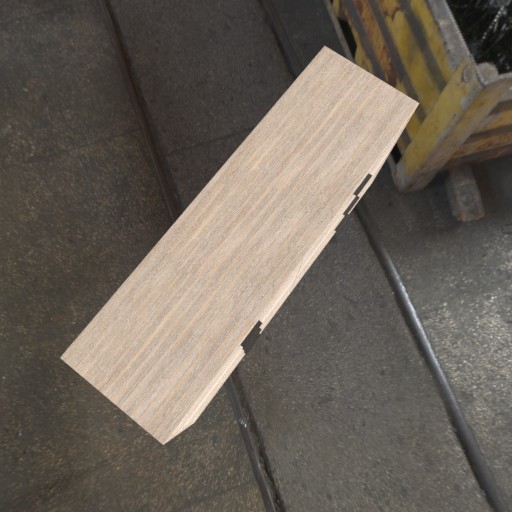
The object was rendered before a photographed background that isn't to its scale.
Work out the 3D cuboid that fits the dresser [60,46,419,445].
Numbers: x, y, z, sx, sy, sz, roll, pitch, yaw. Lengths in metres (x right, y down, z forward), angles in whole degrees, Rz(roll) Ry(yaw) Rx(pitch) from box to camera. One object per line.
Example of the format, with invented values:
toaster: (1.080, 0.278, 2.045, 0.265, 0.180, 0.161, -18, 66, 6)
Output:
dresser: (0.000, 0.000, 2.014, 0.457, 0.914, 1.524, 36, 77, 9)
